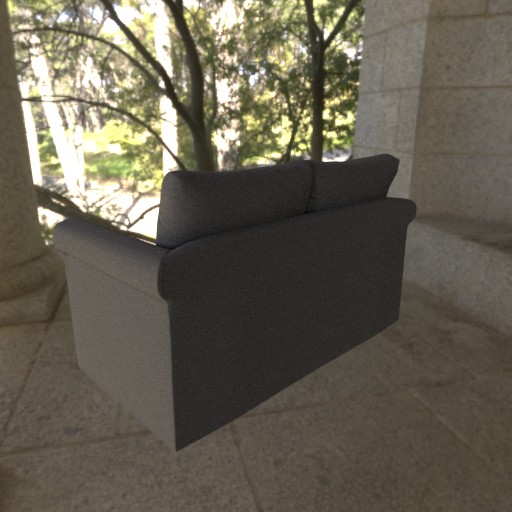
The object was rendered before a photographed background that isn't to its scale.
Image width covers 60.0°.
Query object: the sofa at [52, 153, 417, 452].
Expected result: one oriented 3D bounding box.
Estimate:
[{"bbox_3d":[0.000,0.000,1.961,1.460,0.872,0.741,-16,23,-42],"label":"sofa"}]
